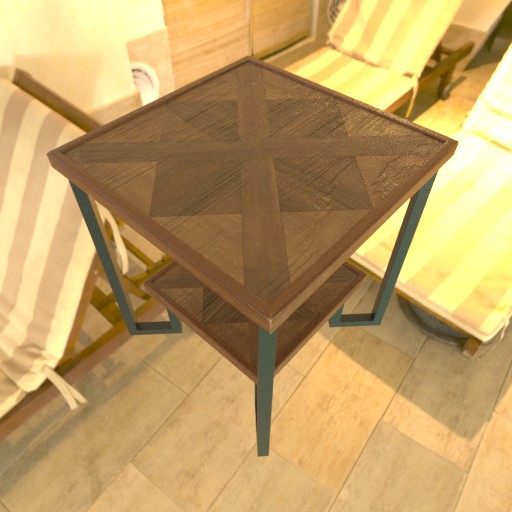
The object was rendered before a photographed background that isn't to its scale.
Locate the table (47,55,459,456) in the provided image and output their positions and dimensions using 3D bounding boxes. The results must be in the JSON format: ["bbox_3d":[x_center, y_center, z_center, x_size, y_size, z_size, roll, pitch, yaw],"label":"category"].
[{"bbox_3d":[0.000,0.000,0.969,0.503,0.563,0.503,34,57,27],"label":"table"}]
